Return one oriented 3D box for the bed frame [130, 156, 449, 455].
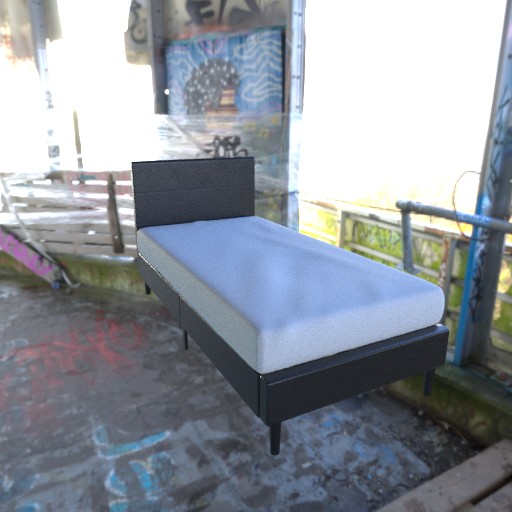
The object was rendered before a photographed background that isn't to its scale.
[{"bbox_3d":[0.000,0.000,2.610,1.038,1.046,2.152,-9,19,-27],"label":"bed frame"}]
